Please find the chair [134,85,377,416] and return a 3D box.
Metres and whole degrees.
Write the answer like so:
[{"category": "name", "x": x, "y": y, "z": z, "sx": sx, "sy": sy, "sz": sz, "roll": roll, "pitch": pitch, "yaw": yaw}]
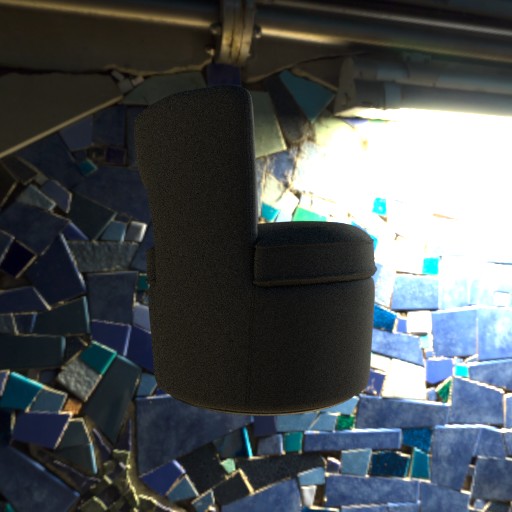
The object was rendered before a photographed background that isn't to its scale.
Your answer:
[{"category": "chair", "x": 0.000, "y": 0.000, "z": 1.251, "sx": 0.660, "sy": 0.719, "sz": 0.689, "roll": 0, "pitch": 0, "yaw": 1}]
